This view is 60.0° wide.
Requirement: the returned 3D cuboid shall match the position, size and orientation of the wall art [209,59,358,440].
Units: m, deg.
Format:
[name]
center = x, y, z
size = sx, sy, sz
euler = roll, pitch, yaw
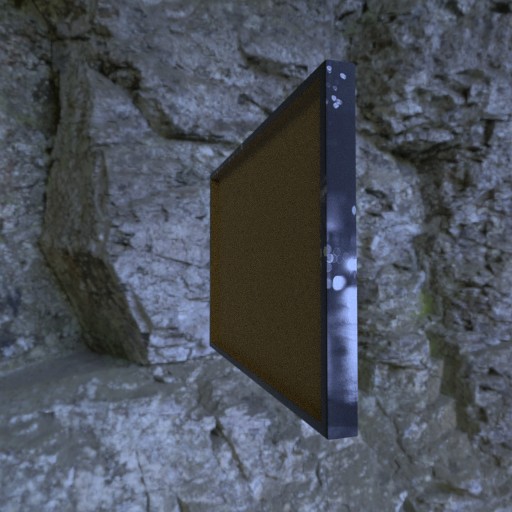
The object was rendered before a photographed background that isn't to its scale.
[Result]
[wall art]
center = 0.000, 0.000, 0.765
size = 0.037, 0.406, 0.609
euler = 1, -2, -18
